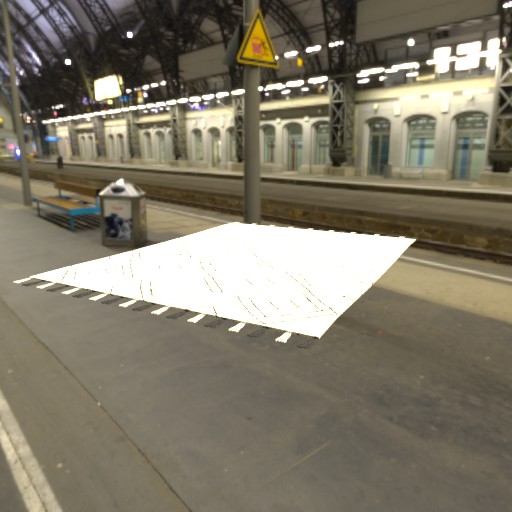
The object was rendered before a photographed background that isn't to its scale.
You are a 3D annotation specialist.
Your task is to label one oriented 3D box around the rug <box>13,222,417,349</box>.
[{"bbox_3d":[0.000,0.000,4.073,2.342,0.026,3.221,7,15,28],"label":"rug"}]
